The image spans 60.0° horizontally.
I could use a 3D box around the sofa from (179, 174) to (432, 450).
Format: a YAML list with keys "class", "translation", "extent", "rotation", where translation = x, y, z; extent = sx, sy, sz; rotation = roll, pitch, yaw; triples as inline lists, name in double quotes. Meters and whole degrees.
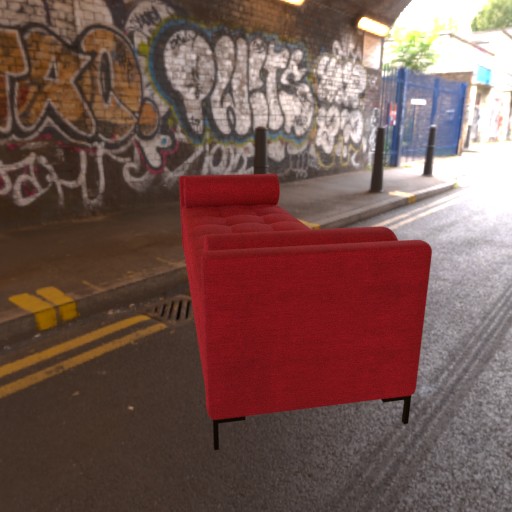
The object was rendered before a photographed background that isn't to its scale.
- class: "sofa"
  translation: [0.000, 0.000, 2.257]
  extent: [0.686, 0.635, 1.981]
  rotation: [-3, 17, -11]
